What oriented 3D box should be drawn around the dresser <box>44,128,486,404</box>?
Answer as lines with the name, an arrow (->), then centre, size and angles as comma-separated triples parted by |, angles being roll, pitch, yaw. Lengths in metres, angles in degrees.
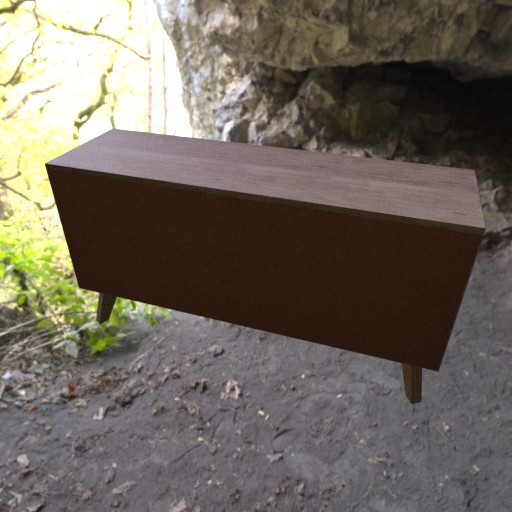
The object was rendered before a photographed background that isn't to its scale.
dresser -> 0.000, 0.000, 1.887 | 1.554, 0.805, 0.455 | 11, 35, 15
